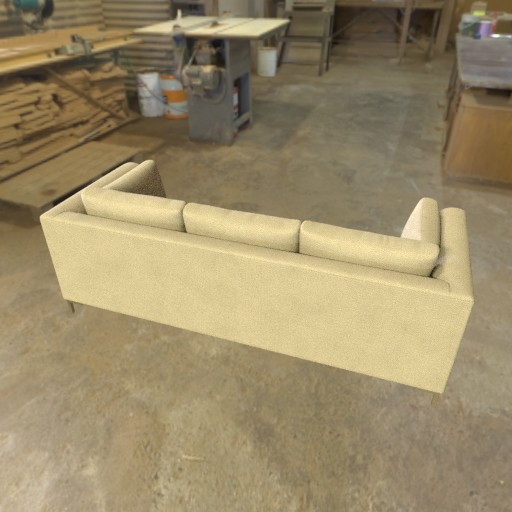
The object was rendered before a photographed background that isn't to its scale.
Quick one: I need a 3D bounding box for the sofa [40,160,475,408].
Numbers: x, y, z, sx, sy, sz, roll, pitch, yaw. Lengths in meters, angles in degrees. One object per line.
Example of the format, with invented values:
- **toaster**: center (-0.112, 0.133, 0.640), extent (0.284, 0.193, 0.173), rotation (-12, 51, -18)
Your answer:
- **sofa**: center (0.000, 0.000, 2.863), extent (2.415, 0.867, 0.969), rotation (11, 34, 16)
